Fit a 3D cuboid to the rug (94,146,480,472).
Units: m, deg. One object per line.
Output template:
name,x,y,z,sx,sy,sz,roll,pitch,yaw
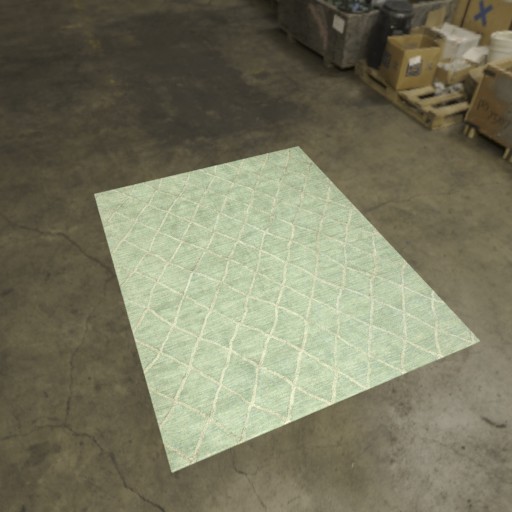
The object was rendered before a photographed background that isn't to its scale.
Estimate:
rug,0.000,0.000,4.031,2.420,0.019,3.039,-17,47,-16
